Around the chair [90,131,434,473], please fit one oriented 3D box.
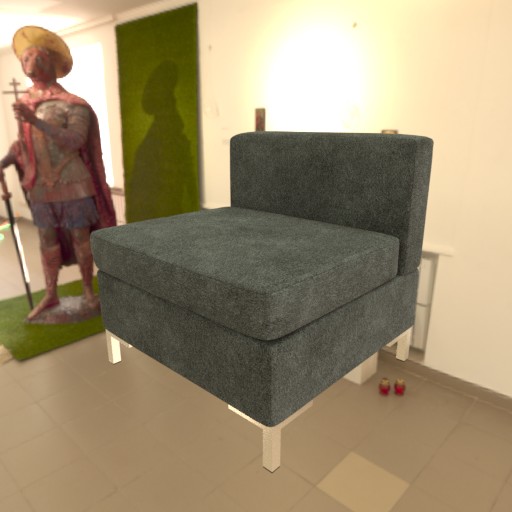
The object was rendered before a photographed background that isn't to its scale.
[{"bbox_3d":[0.000,0.000,1.238,0.680,0.660,0.680,15,22,41],"label":"chair"}]
